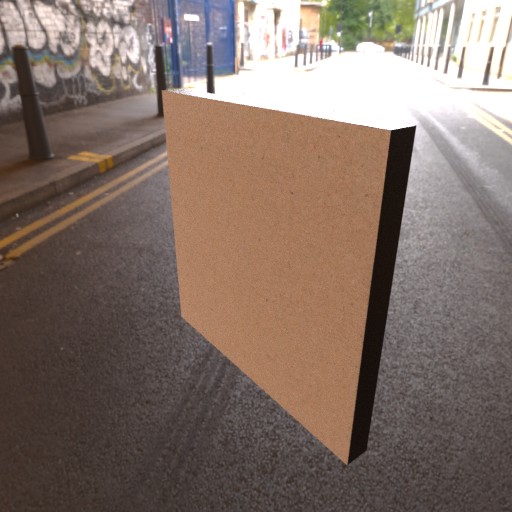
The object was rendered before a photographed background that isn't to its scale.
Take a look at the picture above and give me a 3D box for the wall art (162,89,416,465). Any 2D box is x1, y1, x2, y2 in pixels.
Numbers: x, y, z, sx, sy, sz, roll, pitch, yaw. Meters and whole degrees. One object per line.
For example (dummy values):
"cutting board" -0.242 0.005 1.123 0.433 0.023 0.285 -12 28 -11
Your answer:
"wall art" 0.000 0.000 0.485 0.029 0.318 0.327 -19 31 -33
